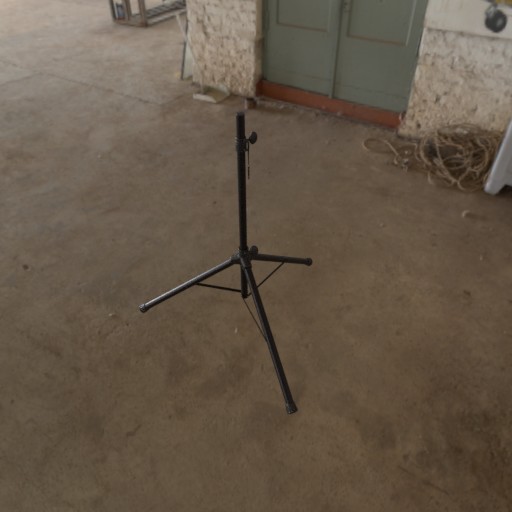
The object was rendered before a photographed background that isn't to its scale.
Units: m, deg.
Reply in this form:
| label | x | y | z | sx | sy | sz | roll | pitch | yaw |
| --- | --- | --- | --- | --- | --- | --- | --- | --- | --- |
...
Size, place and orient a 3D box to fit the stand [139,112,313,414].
| label | x | y | z | sx | sy | sz | roll | pitch | yaw |
| --- | --- | --- | --- | --- | --- | --- | --- | --- | --- |
| stand | 0.000 | 0.000 | 1.893 | 1.045 | 1.136 | 0.907 | -14 | 43 | -15 |
